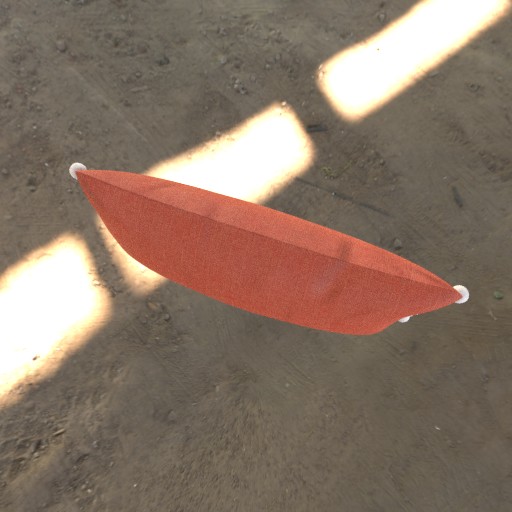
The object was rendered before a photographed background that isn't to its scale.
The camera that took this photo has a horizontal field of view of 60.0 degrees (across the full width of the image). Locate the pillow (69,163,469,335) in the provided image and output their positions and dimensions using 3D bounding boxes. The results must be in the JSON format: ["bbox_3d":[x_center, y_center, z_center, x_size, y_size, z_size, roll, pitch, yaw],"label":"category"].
[{"bbox_3d":[0.000,0.000,0.853,0.709,0.322,0.201,18,76,5],"label":"pillow"}]
